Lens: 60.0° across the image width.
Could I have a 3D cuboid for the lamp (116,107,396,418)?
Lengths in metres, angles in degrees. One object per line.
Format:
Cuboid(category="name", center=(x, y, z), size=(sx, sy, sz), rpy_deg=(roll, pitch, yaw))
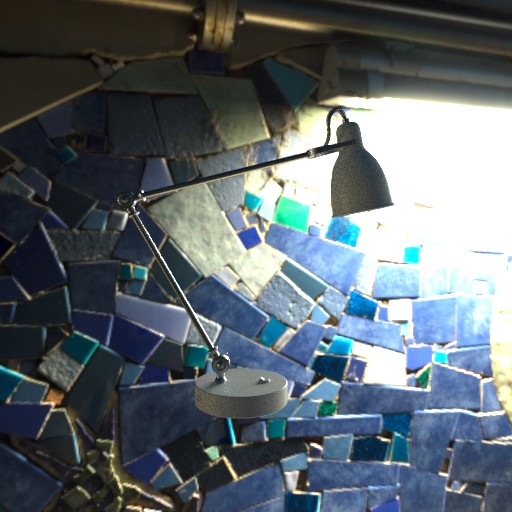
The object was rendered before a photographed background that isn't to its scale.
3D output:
Cuboid(category="lamp", center=(0.000, 0.000, 0.892), size=(0.561, 0.587, 0.187), rpy_deg=(0, 2, -2))
